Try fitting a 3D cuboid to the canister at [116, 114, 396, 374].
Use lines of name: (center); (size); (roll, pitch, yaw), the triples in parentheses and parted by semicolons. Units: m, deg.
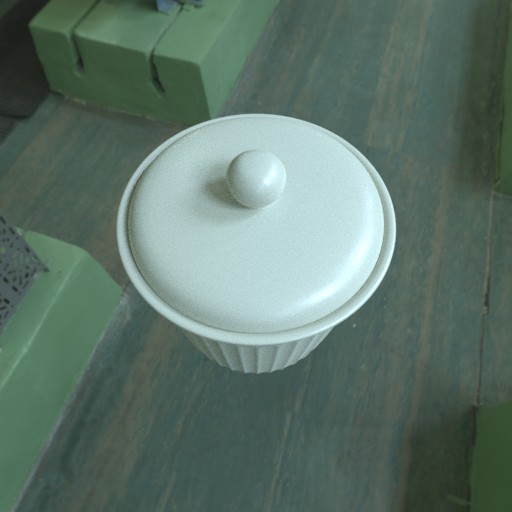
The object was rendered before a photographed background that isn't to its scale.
canister: (0.000, 0.000, 0.340); (0.181, 0.211, 0.181); (0, 60, 0)
